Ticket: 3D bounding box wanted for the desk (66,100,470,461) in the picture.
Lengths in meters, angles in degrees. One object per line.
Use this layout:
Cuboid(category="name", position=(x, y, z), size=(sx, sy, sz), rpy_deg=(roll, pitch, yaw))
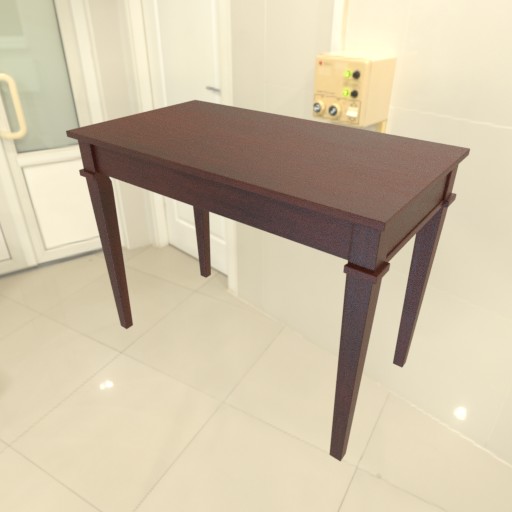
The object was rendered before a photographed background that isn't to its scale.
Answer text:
Cuboid(category="desk", position=(0.000, 0.000, 1.435), size=(1.001, 0.762, 0.549), rpy_deg=(21, 37, 31))
